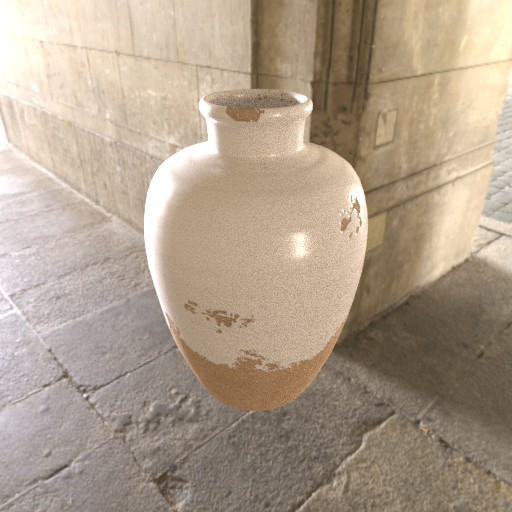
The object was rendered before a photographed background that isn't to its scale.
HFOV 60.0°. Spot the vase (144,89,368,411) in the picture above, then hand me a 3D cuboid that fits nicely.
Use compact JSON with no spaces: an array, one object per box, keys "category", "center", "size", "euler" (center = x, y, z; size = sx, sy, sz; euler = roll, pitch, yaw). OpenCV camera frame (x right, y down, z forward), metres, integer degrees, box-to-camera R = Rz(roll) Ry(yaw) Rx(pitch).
[{"category":"vase","center":[0.000,0.000,0.334],"size":[0.158,0.228,0.158],"euler":[0,30,0]}]
